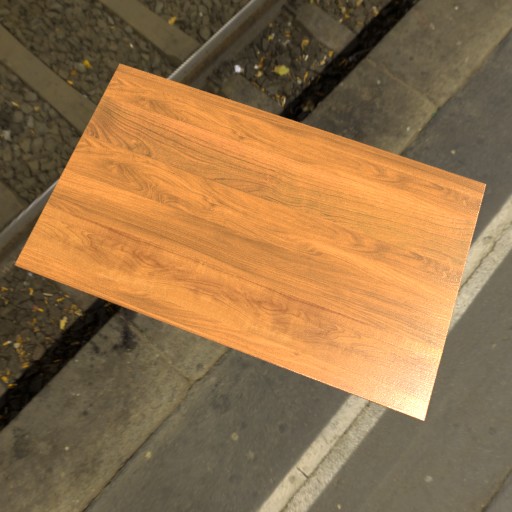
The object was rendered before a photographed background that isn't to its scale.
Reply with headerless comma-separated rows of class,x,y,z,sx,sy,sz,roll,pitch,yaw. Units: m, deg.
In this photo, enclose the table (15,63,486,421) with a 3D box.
table,0.000,0.000,1.661,1.205,0.760,0.714,20,76,5
